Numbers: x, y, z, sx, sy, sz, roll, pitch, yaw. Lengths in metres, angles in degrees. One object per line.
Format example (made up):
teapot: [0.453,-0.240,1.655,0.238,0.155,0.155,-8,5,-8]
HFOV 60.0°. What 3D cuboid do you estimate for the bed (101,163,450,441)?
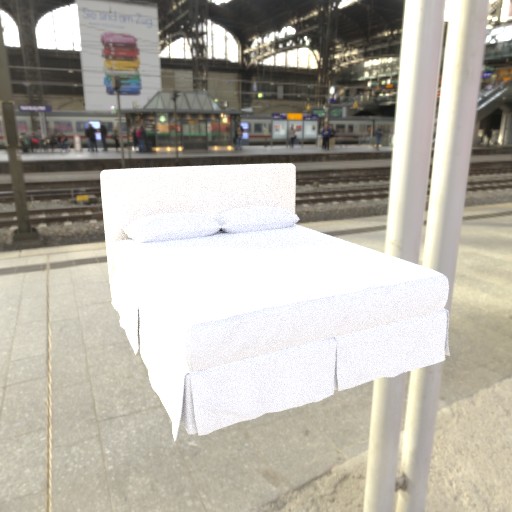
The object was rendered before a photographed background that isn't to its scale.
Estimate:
bed: [0.000,0.000,3.645,2.119,1.317,2.341,-8,17,-26]
